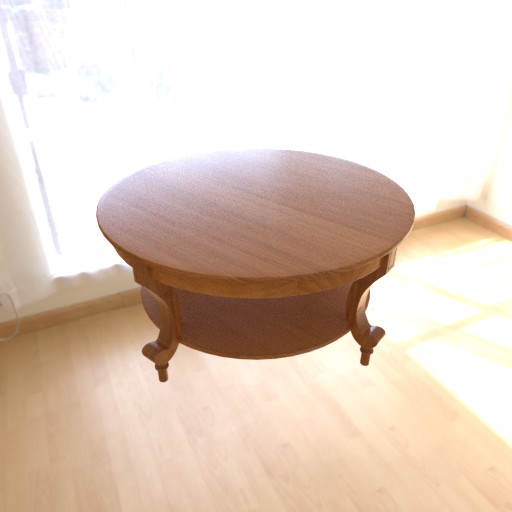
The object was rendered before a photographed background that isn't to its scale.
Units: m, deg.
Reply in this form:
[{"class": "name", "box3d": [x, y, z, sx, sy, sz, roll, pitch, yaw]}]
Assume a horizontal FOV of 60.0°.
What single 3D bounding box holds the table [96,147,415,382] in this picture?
[{"class": "table", "box3d": [0.000, 0.000, 1.612, 1.029, 0.490, 1.029, 0, 31, 0]}]
